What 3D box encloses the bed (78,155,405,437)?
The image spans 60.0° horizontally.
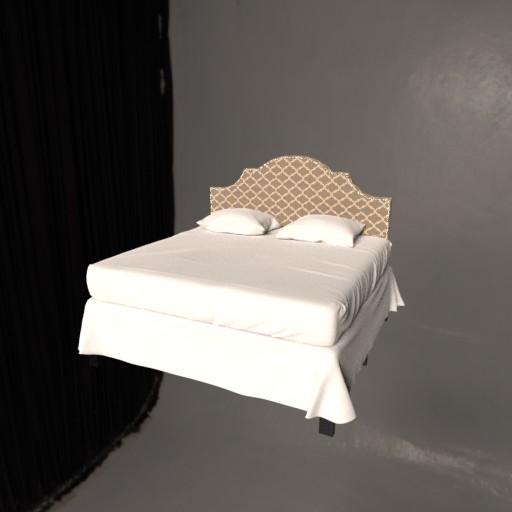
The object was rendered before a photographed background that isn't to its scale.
[{"bbox_3d":[0.000,0.000,3.837,2.314,1.601,2.222,7,18,25],"label":"bed"}]
